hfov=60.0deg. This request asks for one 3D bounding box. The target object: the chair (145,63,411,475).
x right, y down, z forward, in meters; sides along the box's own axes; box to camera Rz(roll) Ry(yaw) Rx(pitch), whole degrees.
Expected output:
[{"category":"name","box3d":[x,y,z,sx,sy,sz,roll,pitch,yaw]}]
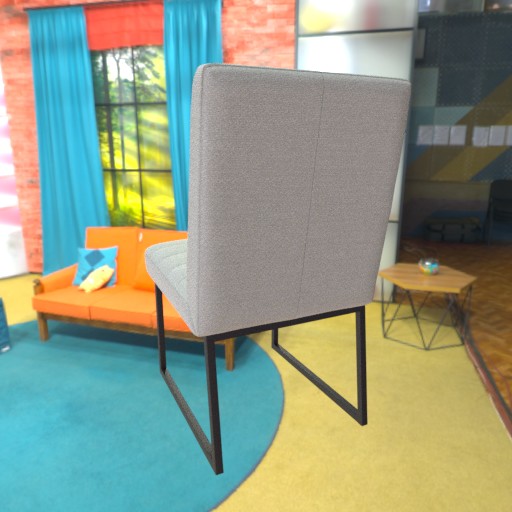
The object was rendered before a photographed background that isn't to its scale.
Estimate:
[{"category":"chair","box3d":[0.000,0.000,1.279,0.520,0.930,0.634,-7,16,-25]}]
